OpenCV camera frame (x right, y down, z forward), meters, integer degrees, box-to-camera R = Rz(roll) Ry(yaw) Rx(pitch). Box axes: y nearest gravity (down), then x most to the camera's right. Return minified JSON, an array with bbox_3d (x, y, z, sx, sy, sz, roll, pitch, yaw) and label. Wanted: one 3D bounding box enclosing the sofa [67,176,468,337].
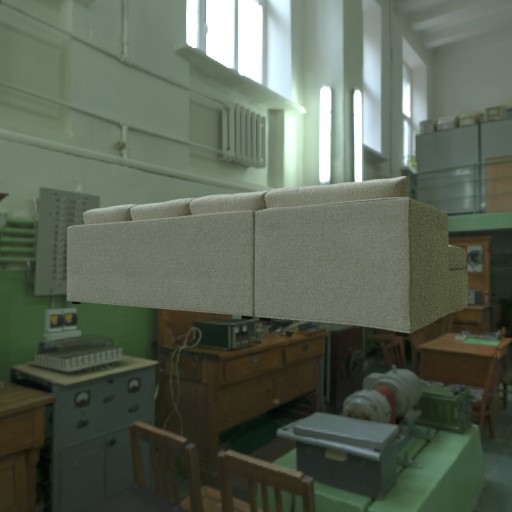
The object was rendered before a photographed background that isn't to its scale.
[{"bbox_3d":[0.000,0.000,3.902,3.205,0.922,1.650,-1,-1,35],"label":"sofa"}]
